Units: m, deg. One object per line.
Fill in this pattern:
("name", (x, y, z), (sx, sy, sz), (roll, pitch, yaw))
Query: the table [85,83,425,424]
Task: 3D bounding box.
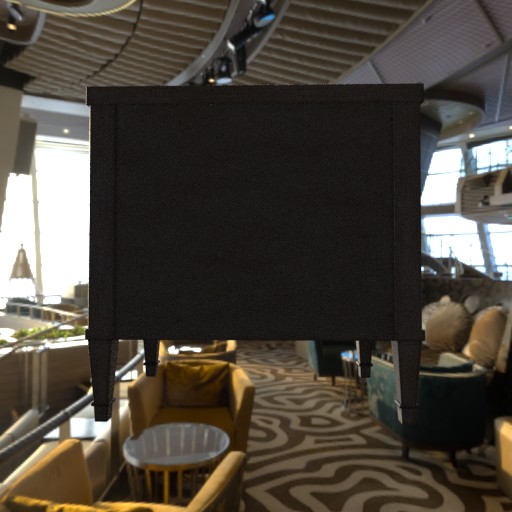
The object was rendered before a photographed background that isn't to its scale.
("table", (0.000, 0.000, 1.064), (0.660, 0.660, 0.413), (0, -1, 1))
